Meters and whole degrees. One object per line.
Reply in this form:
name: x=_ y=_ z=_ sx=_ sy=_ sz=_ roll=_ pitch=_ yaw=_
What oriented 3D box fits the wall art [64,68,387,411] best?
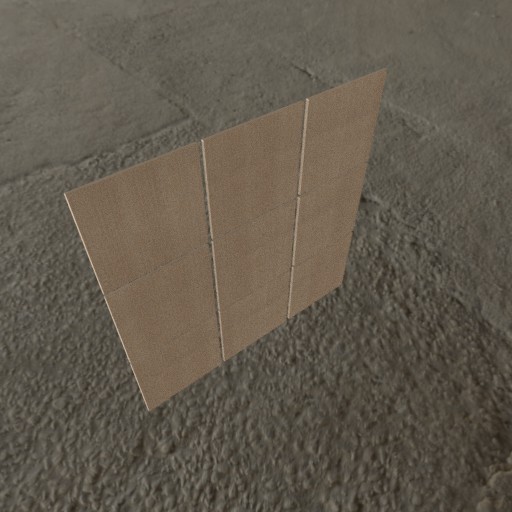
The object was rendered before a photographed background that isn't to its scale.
wall art: x=0.000 y=0.000 z=1.812 sx=1.219 sy=1.218 sz=0.013 roll=-29 pitch=53 yaw=-25
